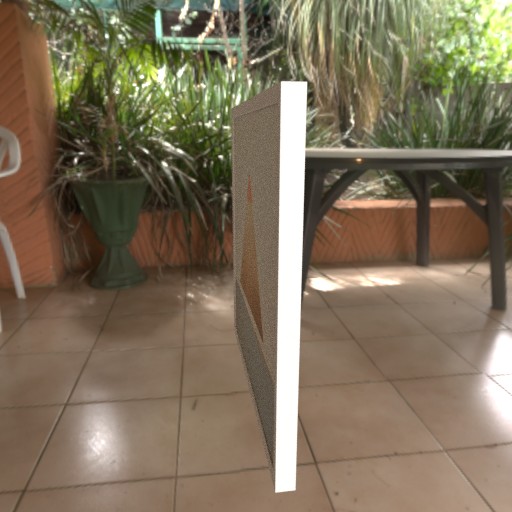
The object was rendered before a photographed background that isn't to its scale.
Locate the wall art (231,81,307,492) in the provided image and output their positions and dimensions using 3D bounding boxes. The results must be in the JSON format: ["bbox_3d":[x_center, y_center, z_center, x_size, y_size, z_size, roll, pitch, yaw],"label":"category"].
[{"bbox_3d":[0.000,0.000,1.147,0.041,0.765,0.768,-2,16,-8],"label":"wall art"}]
